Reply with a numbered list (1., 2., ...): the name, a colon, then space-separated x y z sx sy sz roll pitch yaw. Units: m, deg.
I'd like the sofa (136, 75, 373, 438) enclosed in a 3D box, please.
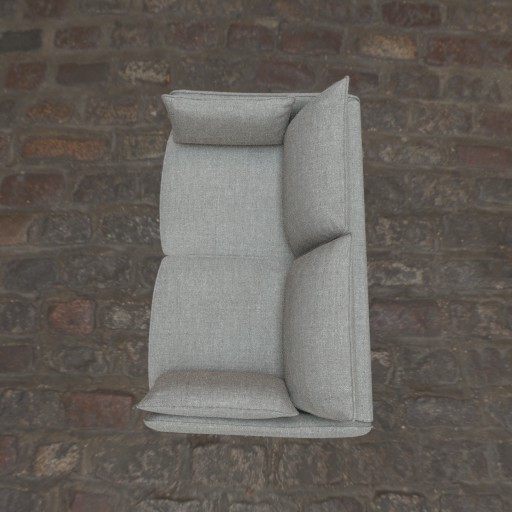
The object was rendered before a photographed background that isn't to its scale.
1. sofa: 0.000 0.000 2.103 0.972 0.851 1.580 1 76 0
